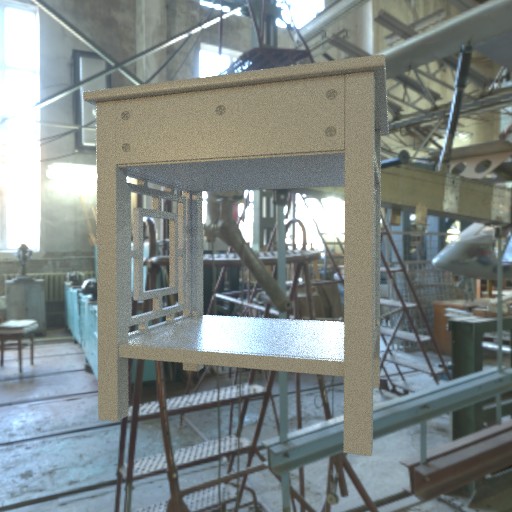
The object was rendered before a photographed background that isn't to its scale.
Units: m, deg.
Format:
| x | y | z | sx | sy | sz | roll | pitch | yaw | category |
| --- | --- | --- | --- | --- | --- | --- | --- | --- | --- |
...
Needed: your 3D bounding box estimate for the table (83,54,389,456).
| x | y | z | sx | sy | sz | roll | pitch | yaw | category |
| --- | --- | --- | --- | --- | --- | --- | --- | --- | --- |
| 0.000 | 0.000 | 0.999 | 0.564 | 0.646 | 0.451 | 0 | 1 | 17 | table |
